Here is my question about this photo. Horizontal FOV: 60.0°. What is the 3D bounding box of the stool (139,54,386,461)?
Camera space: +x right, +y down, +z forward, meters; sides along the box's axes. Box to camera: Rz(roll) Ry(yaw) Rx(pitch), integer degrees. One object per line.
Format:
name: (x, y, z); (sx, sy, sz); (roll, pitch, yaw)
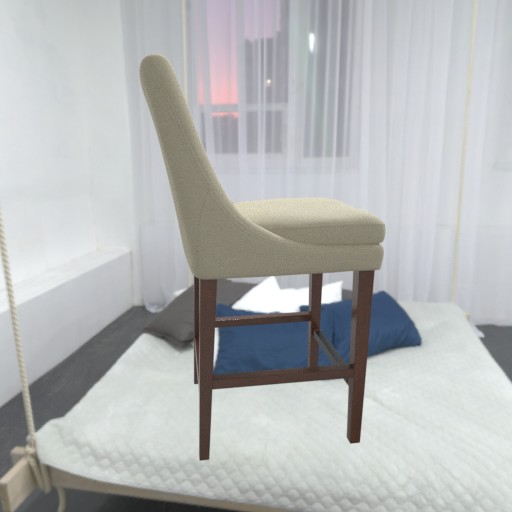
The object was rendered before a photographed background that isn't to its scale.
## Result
stool: (0.000, 0.000, 1.260); (0.577, 0.981, 0.470); (-2, 14, -9)
